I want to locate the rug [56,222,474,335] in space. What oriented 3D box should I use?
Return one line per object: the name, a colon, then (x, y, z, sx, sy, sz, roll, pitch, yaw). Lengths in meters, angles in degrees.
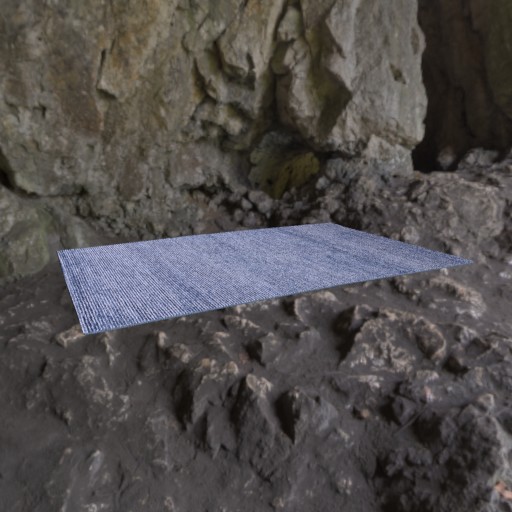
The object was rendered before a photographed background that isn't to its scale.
rug: (0.000, 0.000, 2.227, 1.777, 0.021, 1.145, -8, 17, -26)
